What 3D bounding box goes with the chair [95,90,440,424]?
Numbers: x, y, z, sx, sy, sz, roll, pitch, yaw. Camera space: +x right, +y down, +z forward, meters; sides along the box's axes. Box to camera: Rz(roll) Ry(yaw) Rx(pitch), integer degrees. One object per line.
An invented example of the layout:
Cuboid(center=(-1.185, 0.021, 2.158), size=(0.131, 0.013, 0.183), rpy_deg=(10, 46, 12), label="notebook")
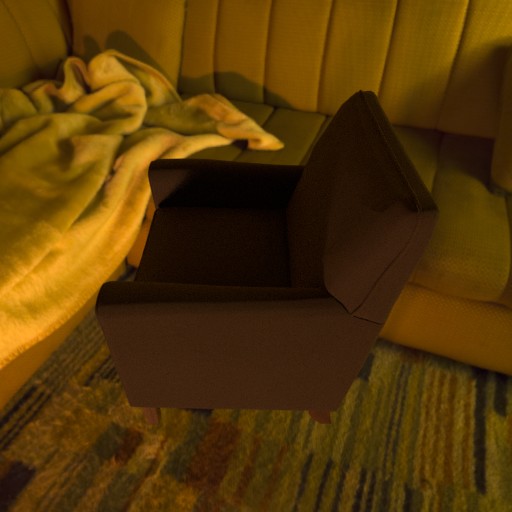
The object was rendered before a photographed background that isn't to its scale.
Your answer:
Cuboid(center=(0.000, 0.000, 1.553), size=(0.831, 0.911, 0.836), rpy_deg=(0, 40, 0), label="chair")
